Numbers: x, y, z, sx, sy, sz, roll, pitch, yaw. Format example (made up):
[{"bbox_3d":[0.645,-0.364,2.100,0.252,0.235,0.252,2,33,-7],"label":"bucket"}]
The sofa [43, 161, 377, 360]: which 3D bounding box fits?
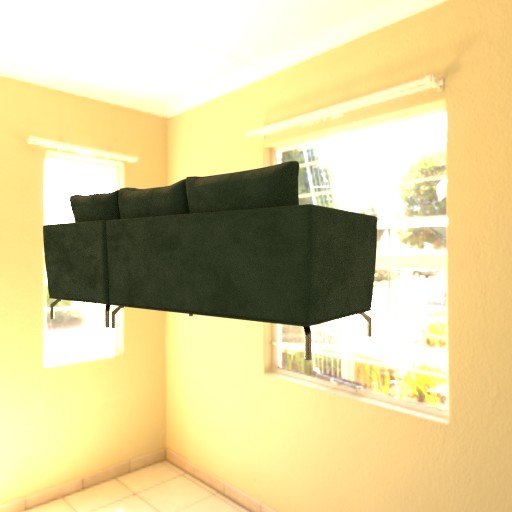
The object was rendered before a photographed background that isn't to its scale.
[{"bbox_3d":[0.000,0.000,3.796,2.468,1.004,2.452,0,0,37],"label":"sofa"}]
